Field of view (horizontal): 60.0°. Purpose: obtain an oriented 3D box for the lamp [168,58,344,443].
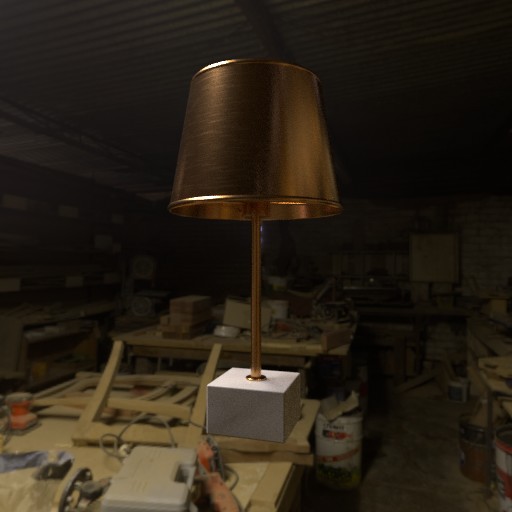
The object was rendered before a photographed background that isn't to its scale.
[{"bbox_3d":[0.000,0.000,0.532,0.208,0.406,0.208,0,0,0],"label":"lamp"}]
